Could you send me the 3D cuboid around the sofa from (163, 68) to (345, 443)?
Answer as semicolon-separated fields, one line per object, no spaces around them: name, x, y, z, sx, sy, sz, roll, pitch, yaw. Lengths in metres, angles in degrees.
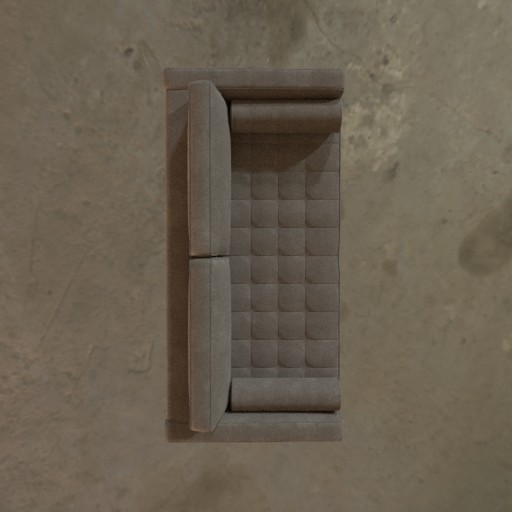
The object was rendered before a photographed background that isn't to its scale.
sofa;0.000;0.000;2.363;0.920;0.769;1.883;0;91;0
